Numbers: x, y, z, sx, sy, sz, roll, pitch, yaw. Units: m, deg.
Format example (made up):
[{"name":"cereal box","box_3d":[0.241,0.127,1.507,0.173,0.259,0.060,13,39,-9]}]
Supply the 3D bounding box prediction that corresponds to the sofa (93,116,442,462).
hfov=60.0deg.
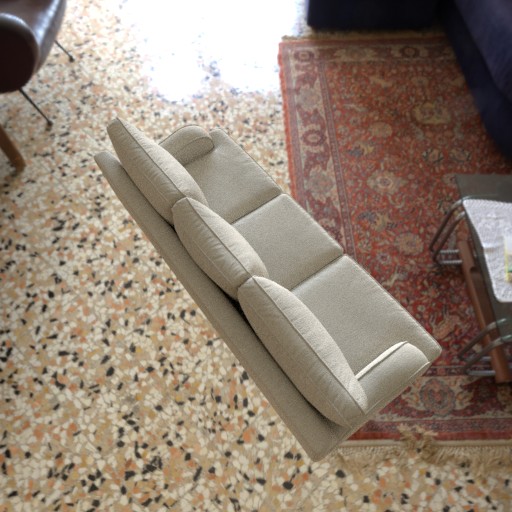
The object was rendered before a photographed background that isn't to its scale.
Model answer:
[{"name":"sofa","box_3d":[0.000,0.000,2.841,1.016,0.991,2.323,-32,63,-18]}]
